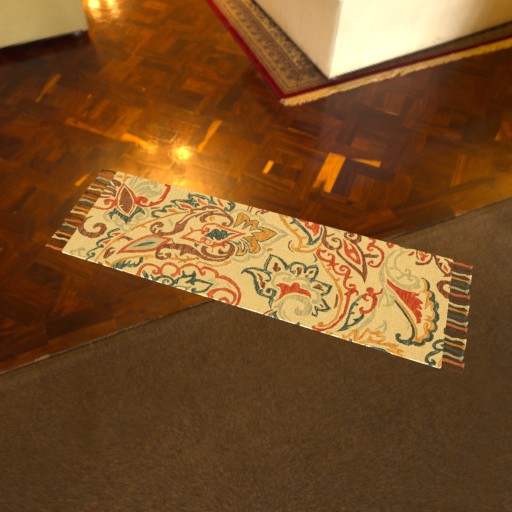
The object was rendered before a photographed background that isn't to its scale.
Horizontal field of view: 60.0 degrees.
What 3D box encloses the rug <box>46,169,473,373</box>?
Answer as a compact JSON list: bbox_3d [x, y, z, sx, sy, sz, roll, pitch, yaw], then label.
[{"bbox_3d":[0.000,0.000,2.889,2.682,0.015,0.763,16,58,10],"label":"rug"}]
